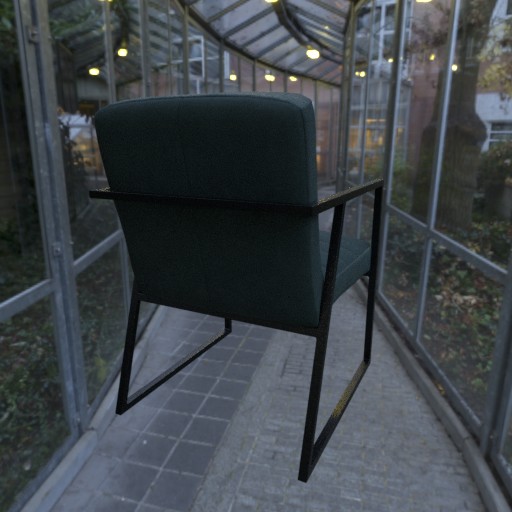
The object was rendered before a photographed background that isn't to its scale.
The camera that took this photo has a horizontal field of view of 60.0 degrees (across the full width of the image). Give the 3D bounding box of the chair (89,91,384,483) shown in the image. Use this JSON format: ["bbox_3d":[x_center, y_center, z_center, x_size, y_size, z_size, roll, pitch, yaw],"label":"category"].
[{"bbox_3d":[0.000,0.000,1.271,0.571,0.833,0.677,8,17,26],"label":"chair"}]
